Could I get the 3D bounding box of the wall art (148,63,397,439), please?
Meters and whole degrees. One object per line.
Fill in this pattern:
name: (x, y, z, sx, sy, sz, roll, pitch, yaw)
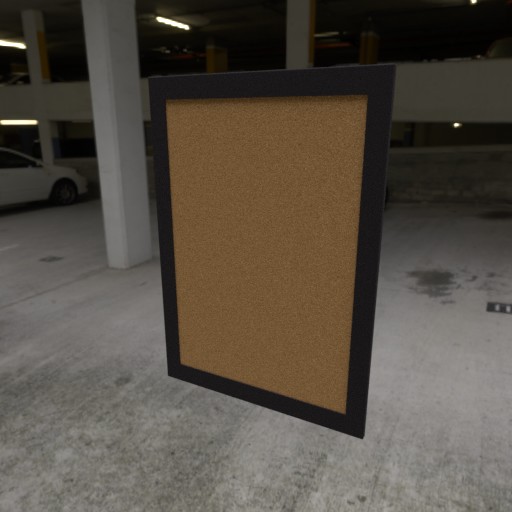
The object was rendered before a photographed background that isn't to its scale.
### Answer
wall art: (0.000, 0.000, 0.685, 0.374, 0.529, 0.012, 9, 19, 27)
